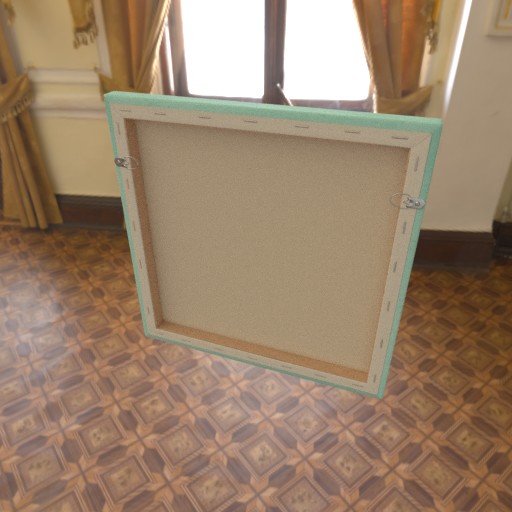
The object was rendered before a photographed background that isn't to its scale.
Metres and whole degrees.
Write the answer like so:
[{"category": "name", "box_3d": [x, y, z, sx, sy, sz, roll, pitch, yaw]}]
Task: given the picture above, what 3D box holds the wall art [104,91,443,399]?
[{"category": "wall art", "box_3d": [0.000, 0.000, 1.626, 1.071, 1.073, 0.070, 11, 33, 17]}]
